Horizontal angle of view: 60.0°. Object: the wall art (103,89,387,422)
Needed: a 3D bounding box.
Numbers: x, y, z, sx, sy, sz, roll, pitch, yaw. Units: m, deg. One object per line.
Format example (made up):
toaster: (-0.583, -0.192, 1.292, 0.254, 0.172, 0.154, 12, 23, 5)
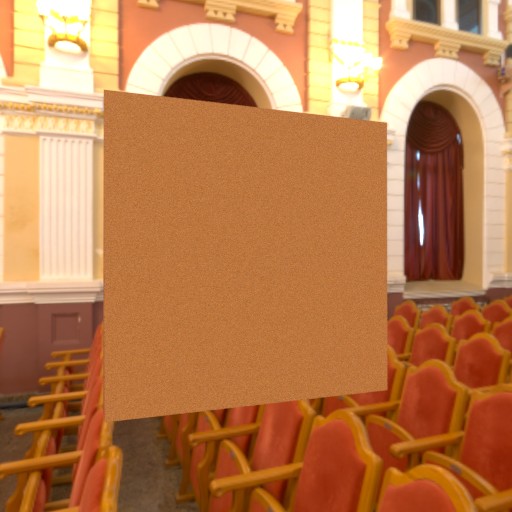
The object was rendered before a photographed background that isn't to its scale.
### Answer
wall art: (0.000, 0.000, 0.594, 0.386, 0.385, 0.038, 0, 0, -19)
